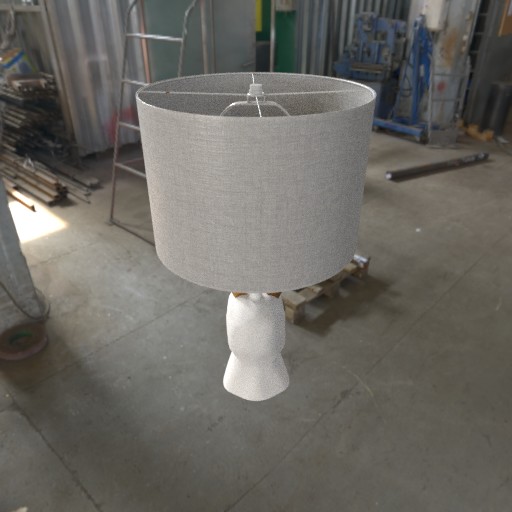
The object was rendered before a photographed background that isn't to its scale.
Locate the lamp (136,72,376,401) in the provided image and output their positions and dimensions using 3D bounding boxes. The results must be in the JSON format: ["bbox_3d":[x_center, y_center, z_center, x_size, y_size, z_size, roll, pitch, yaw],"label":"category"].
[{"bbox_3d":[0.000,0.000,0.689,0.298,0.503,0.298,-1,30,-2],"label":"lamp"}]
